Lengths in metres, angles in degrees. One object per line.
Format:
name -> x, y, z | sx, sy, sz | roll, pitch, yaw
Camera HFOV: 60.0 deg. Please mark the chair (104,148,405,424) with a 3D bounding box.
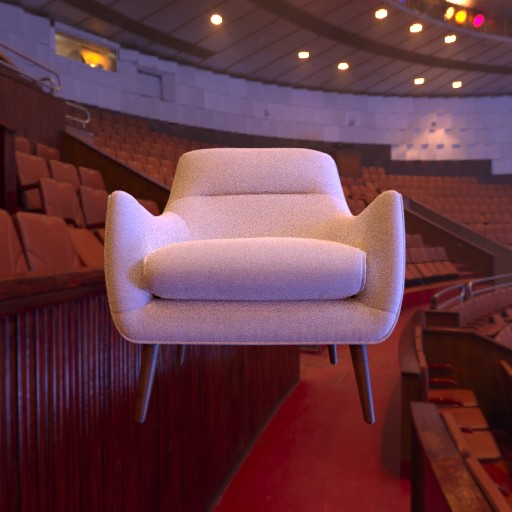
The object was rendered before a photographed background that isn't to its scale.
chair -> 0.000, 0.000, 1.451 | 0.762, 0.838, 0.787 | 0, 1, 1
